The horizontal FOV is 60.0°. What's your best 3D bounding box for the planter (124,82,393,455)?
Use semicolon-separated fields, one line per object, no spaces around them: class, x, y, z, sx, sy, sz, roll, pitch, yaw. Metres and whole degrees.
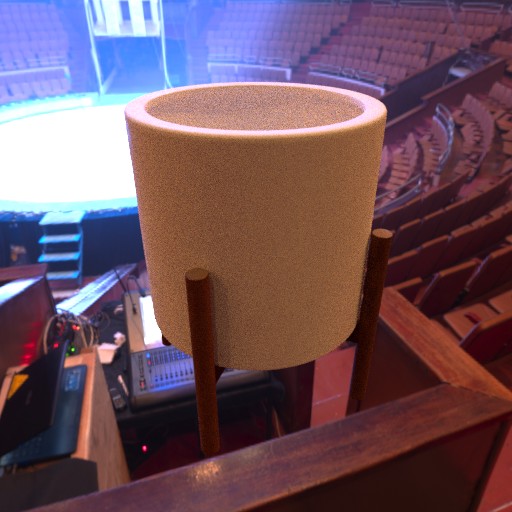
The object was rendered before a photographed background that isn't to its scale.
planter;0.000;0.000;0.870;0.421;0.581;0.420;-11;32;-18
